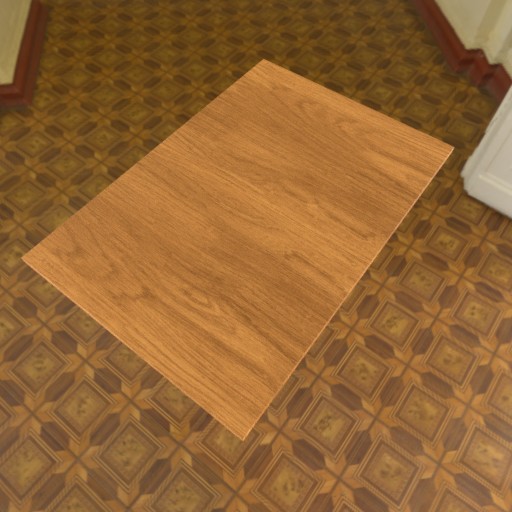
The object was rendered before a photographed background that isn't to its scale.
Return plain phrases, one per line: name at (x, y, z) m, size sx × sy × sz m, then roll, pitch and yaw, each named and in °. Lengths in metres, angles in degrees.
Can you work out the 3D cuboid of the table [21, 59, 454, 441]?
table at (0.000, 0.000, 1.874) m, size 0.900 × 0.770 × 1.300 m, roll 33°, pitch 64°, yaw 19°
